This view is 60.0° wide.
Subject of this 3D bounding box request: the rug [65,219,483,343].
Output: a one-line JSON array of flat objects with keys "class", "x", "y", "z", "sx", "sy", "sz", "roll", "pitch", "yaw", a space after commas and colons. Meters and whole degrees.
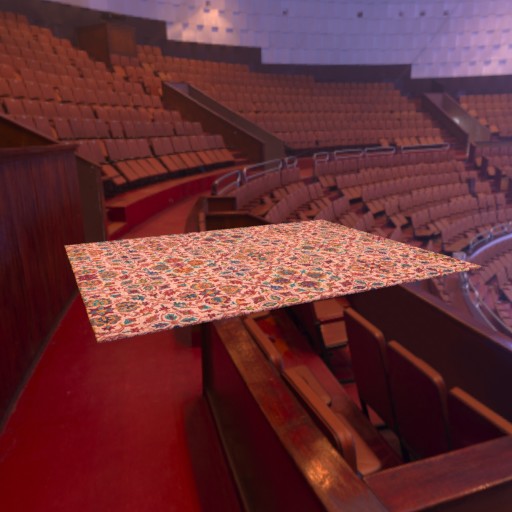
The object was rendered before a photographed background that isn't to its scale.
[{"class": "rug", "x": 0.000, "y": 0.000, "z": 4.226, "sx": 3.215, "sy": 0.020, "sz": 2.446, "roll": -8, "pitch": 17, "yaw": -26}]
